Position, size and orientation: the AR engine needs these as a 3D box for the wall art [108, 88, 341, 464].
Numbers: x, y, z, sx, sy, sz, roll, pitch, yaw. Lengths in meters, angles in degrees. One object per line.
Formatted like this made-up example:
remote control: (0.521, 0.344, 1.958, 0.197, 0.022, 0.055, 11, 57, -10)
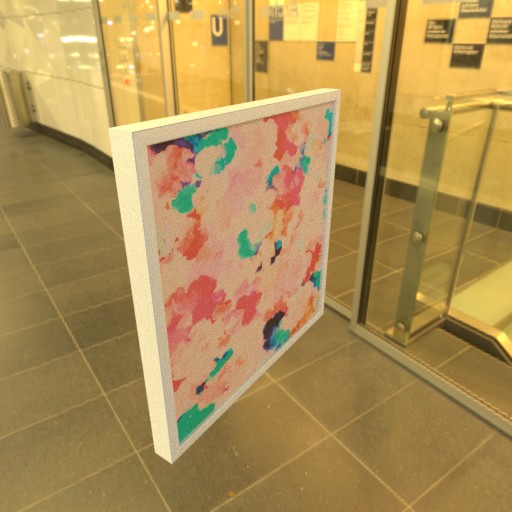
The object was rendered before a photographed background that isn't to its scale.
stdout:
wall art: (0.000, 0.000, 0.771, 0.038, 0.505, 0.506, 17, 31, 31)
